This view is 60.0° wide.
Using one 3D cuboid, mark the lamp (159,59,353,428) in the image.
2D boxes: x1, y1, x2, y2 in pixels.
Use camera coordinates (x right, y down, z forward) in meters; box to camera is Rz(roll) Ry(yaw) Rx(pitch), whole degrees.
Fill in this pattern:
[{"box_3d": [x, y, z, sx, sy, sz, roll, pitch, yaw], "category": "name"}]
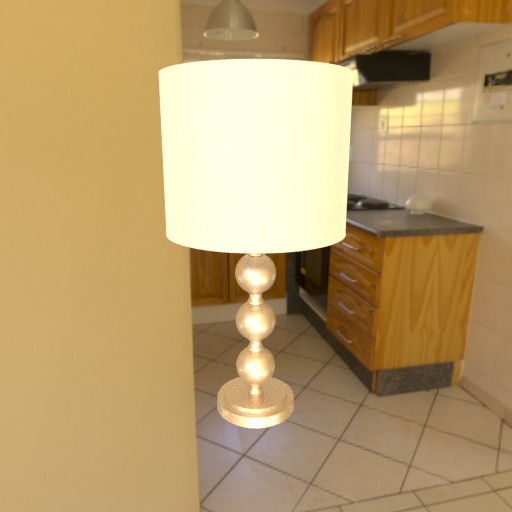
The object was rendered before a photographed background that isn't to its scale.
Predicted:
[{"box_3d": [0.000, 0.000, 0.707, 0.277, 0.538, 0.277, -7, 16, -23], "category": "lamp"}]
